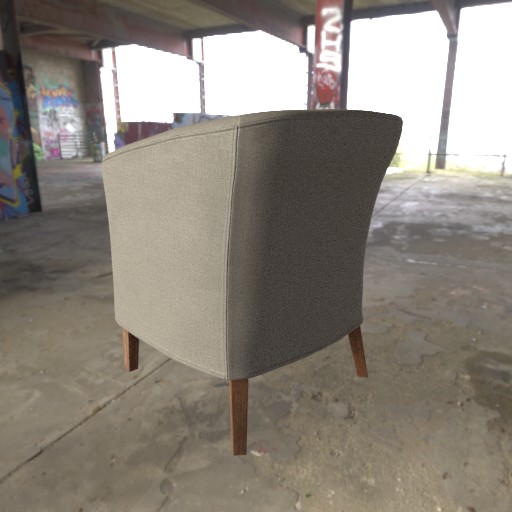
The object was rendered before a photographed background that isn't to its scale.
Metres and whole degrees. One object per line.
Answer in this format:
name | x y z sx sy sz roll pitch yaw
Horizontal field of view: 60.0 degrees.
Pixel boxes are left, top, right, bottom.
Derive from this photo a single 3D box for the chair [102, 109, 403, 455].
chair | 0.000 0.000 1.255 0.600 0.771 0.668 -14 21 -41
